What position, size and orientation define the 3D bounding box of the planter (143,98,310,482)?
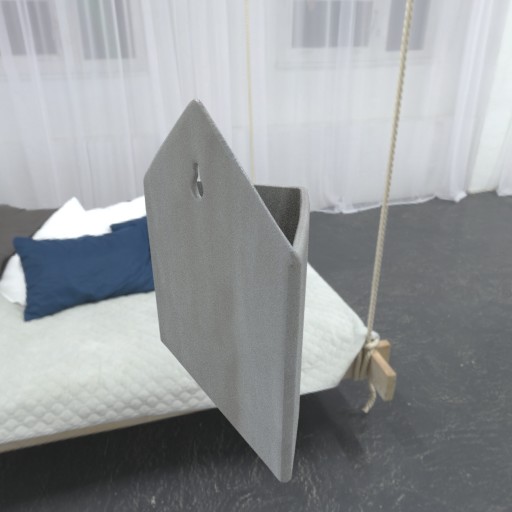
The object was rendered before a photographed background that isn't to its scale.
[{"bbox_3d":[0.000,0.000,0.281,0.080,0.194,0.163,-17,30,-31],"label":"planter"}]
